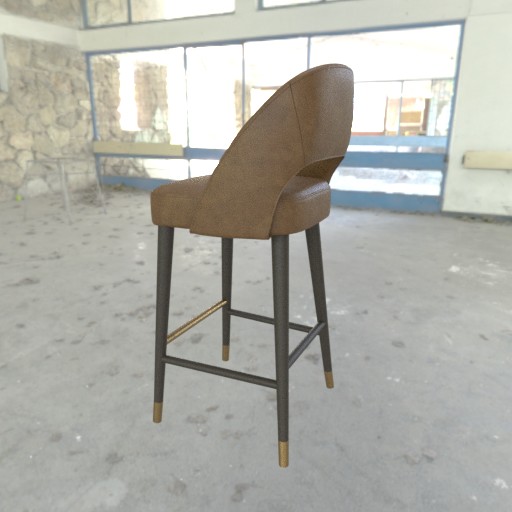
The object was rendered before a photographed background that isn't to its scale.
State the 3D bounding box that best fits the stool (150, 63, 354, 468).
[{"bbox_3d":[0.000,0.000,1.335,0.509,1.037,0.494,8,18,25],"label":"stool"}]
